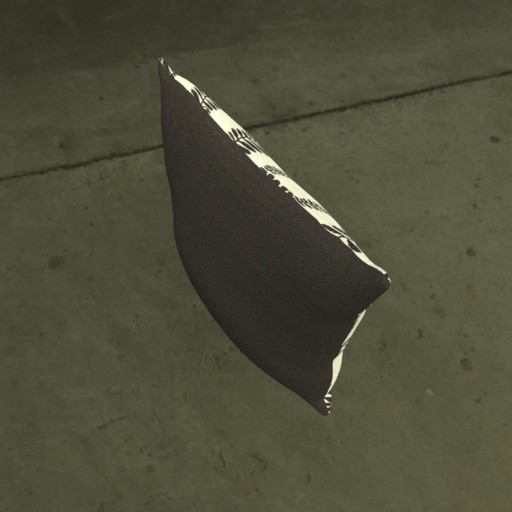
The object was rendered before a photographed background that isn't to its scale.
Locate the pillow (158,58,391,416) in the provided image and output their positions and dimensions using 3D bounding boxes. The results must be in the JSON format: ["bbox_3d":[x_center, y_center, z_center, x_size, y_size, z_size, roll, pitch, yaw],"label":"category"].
[{"bbox_3d":[0.000,0.000,0.672,0.182,0.441,0.440,-31,62,-18],"label":"pillow"}]
